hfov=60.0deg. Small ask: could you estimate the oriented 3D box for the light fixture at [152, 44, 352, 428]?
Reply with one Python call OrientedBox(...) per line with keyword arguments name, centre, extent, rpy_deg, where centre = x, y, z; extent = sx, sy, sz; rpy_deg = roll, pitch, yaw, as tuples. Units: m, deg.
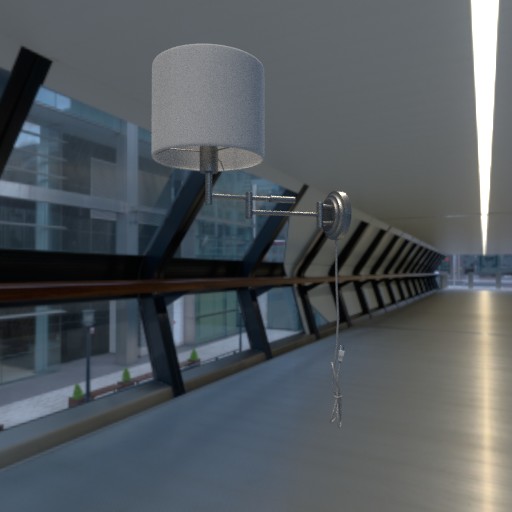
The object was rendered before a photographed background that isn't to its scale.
OrientedBox(name="light fixture", centre=(0.000, 0.000, 1.037), extent=(0.479, 0.842, 0.253), rpy_deg=(0, -1, -18))
